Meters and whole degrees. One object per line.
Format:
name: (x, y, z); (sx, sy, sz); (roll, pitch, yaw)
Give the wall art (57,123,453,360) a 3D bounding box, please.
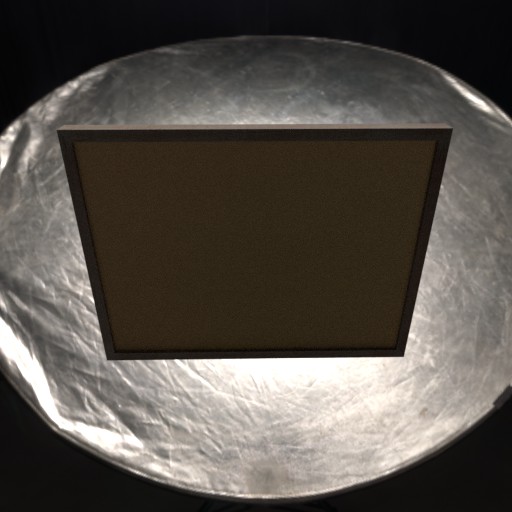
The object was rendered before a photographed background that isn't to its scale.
wall art: (0.000, 0.000, 1.753); (1.320, 1.009, 0.070); (0, 29, -1)
